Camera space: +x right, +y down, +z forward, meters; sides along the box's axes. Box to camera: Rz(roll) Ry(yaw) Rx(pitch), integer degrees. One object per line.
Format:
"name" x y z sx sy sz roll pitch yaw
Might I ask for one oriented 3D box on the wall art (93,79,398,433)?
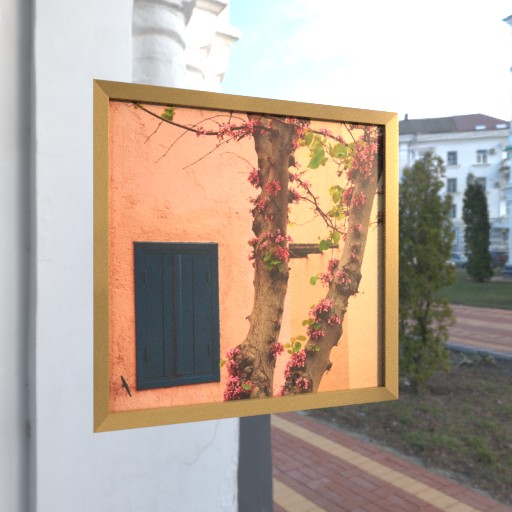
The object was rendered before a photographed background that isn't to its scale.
"wall art" 0.000 0.000 0.444 0.304 0.305 0.038 0 0 -17
